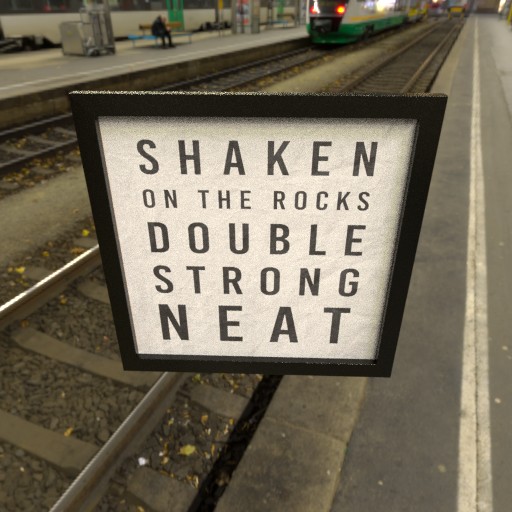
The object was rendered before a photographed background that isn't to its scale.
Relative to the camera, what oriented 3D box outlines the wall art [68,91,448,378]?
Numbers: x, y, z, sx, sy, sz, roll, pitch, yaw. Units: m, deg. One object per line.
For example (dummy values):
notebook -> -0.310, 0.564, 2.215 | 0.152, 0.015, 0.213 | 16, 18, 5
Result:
wall art -> 0.000, 0.000, 0.499 | 0.349, 0.349, 0.014 | 1, 30, 2
